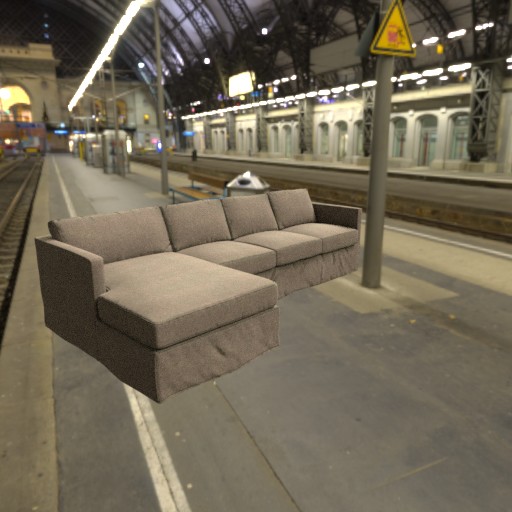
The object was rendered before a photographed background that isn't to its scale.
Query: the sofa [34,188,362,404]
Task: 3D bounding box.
[{"bbox_3d":[0.000,0.000,3.956,1.650,0.922,3.205,13,19,43],"label":"sofa"}]
